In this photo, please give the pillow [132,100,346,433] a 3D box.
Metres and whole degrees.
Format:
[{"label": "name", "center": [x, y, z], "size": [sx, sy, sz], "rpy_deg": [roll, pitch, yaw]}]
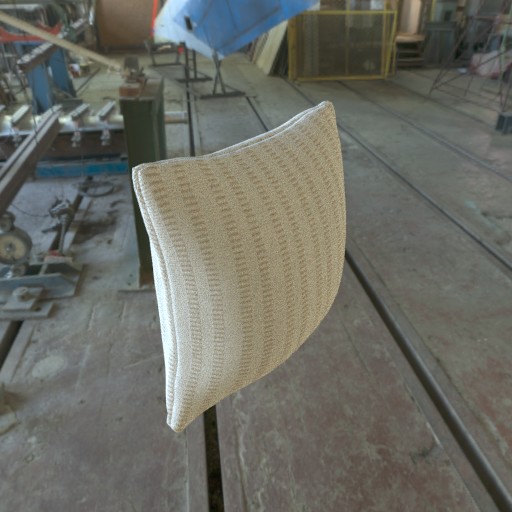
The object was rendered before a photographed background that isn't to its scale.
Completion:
[{"label": "pillow", "center": [0.000, 0.000, 0.719], "size": [0.247, 0.419, 0.438], "rpy_deg": [21, 36, 31]}]
